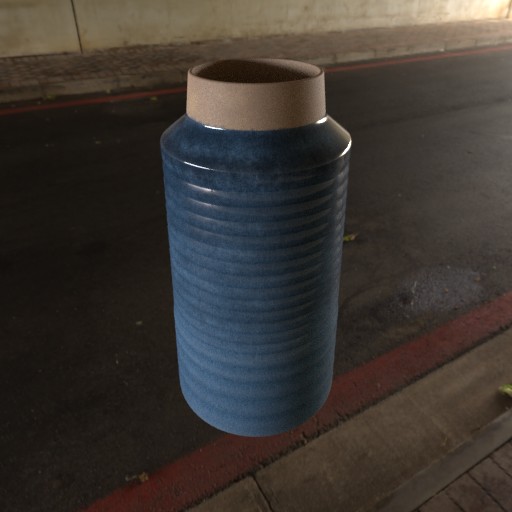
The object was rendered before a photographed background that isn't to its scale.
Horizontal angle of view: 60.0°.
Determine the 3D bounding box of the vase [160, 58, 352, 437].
[{"bbox_3d":[0.000,0.000,0.400,0.163,0.316,0.163,0,33,0],"label":"vase"}]
